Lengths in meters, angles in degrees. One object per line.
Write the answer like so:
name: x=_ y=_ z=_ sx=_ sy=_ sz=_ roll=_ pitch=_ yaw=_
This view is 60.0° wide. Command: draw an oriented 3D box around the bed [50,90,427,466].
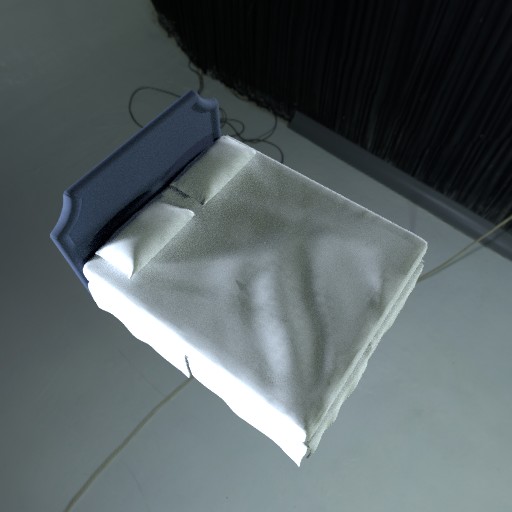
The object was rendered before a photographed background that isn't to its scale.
bed: x=0.000 y=0.000 z=4.194 sx=2.773 sy=1.488 sz=2.350 roll=32 pitch=64 yaw=18
